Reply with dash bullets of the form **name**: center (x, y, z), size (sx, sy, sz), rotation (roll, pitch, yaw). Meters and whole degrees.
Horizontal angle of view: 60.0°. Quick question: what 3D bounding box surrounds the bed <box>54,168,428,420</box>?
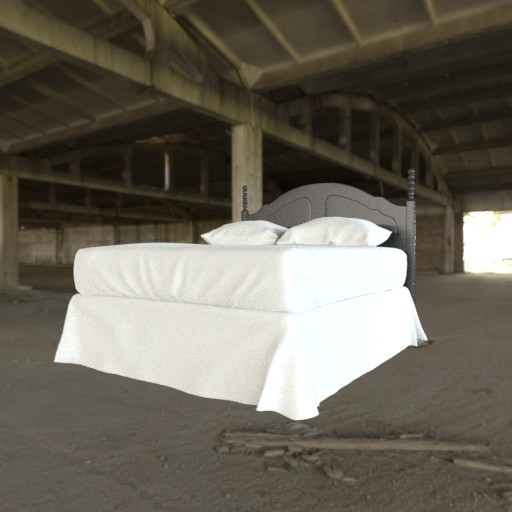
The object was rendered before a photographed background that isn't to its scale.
- **bed**: center (0.000, 0.000, 3.103), size (1.873, 1.356, 2.040), rotation (1, 1, 34)
